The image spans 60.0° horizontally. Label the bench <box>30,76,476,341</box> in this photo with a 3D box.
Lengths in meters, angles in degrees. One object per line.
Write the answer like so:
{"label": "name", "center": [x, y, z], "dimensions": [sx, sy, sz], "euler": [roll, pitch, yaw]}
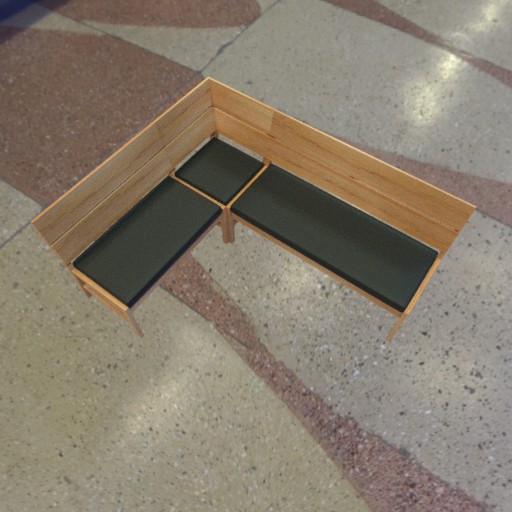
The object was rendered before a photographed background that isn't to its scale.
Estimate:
{"label": "bench", "center": [0.000, 0.000, 2.840], "dimensions": [1.948, 0.890, 1.548], "euler": [32, 63, 18]}
